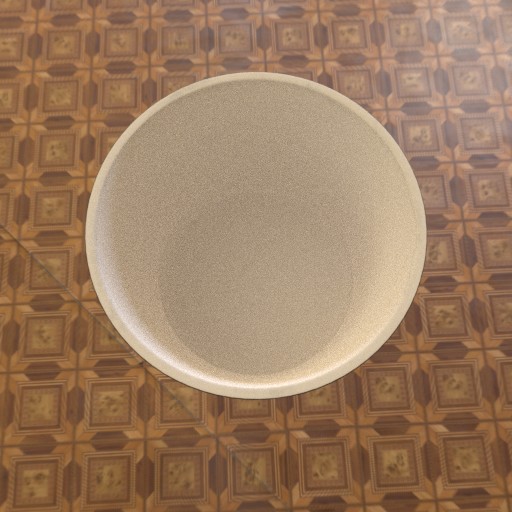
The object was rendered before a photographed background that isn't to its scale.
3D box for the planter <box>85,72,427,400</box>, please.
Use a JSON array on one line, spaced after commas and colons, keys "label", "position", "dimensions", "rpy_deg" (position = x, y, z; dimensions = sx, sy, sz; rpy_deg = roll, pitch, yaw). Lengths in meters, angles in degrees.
[{"label": "planter", "position": [0.000, 0.000, 0.307], "dimensions": [0.178, 0.157, 0.178], "rpy_deg": [0, 77, 0]}]
